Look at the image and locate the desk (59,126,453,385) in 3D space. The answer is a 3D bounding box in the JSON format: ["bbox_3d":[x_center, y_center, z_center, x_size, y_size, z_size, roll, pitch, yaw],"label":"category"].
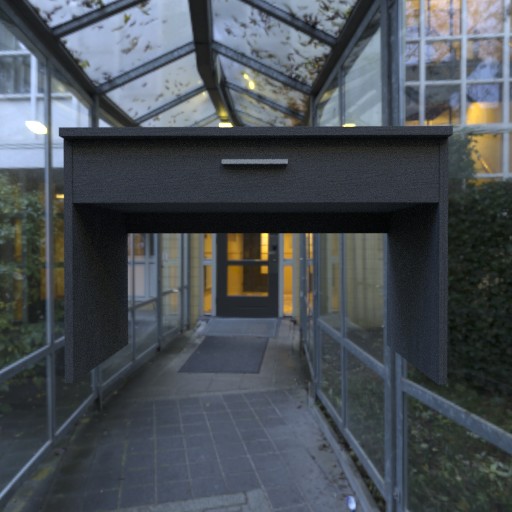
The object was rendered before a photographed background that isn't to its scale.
[{"bbox_3d":[0.000,0.000,1.519,1.099,0.729,0.557,0,1,1],"label":"desk"}]
